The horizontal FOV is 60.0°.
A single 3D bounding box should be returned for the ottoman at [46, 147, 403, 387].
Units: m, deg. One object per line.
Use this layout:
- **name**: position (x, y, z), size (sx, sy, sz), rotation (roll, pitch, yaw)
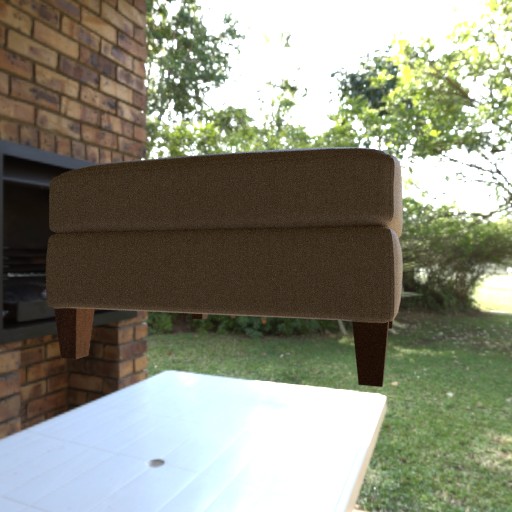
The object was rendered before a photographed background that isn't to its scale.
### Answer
- **ottoman**: position (0.000, 0.000, 1.335), size (0.838, 0.503, 0.838), rotation (0, 0, 18)
